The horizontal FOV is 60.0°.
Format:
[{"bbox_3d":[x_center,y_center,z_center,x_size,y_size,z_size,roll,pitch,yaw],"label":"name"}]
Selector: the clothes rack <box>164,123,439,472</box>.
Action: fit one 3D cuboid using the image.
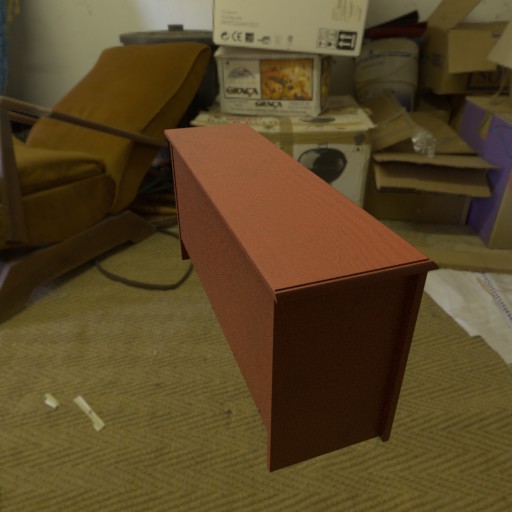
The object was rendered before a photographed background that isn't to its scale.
[{"bbox_3d":[0.000,0.000,1.517,0.362,0.594,1.251,-10,32,-17],"label":"clothes rack"}]
